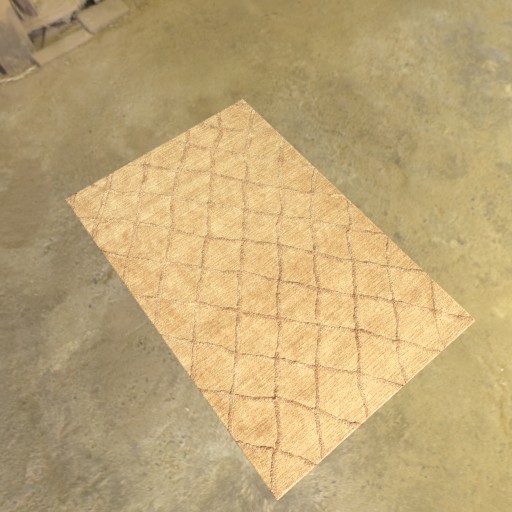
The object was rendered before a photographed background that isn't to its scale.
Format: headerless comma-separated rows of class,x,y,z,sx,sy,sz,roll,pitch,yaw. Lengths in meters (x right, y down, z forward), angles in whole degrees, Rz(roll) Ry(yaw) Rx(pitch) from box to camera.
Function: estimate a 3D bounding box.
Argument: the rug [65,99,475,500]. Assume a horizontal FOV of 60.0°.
rug,0.000,0.000,2.840,1.528,0.014,2.292,-35,68,-16
